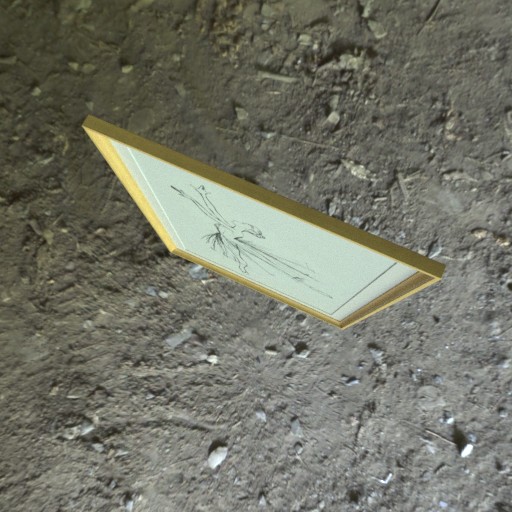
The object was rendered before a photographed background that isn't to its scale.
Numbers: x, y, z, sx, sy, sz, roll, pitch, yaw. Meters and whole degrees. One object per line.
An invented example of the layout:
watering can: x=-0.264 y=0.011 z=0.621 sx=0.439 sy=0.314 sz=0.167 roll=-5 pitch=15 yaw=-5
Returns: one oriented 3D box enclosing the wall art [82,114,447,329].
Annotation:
wall art: x=0.000 y=0.000 z=1.382 sx=0.798 sy=1.002 sz=0.030 roll=24 pitch=76 yaw=6
